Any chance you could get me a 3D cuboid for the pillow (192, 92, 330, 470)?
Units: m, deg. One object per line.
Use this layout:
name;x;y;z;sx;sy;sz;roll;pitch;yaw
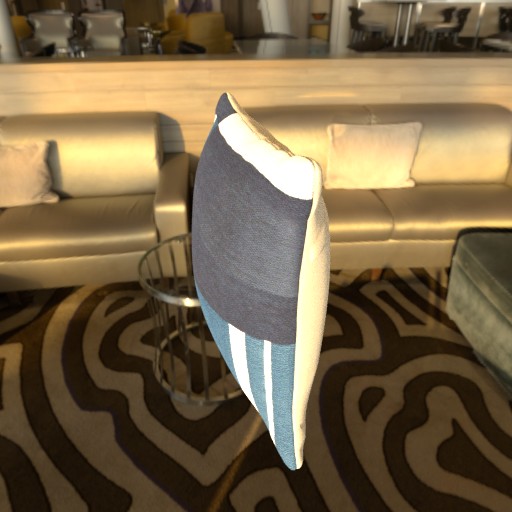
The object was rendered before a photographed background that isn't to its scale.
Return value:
pillow;0.000;0.000;0.812;0.229;0.506;0.536;-7;31;-12
